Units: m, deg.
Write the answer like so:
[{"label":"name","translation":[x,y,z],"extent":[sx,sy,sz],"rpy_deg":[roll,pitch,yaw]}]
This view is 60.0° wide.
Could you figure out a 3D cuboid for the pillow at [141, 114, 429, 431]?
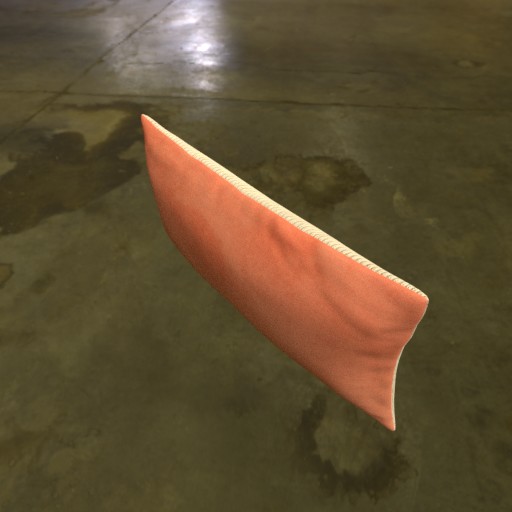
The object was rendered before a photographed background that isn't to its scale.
[{"label":"pillow","translation":[0.000,0.000,0.731],"extent":[0.155,0.307,0.608],"rpy_deg":[-27,47,-29]}]
